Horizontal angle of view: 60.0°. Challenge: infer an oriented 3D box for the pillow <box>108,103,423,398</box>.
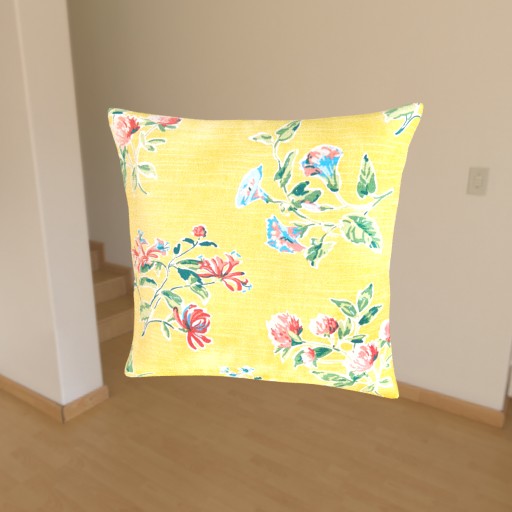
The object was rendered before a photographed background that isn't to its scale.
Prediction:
[{"bbox_3d":[0.000,0.000,0.785,0.525,0.508,0.166,2,14,9],"label":"pillow"}]
